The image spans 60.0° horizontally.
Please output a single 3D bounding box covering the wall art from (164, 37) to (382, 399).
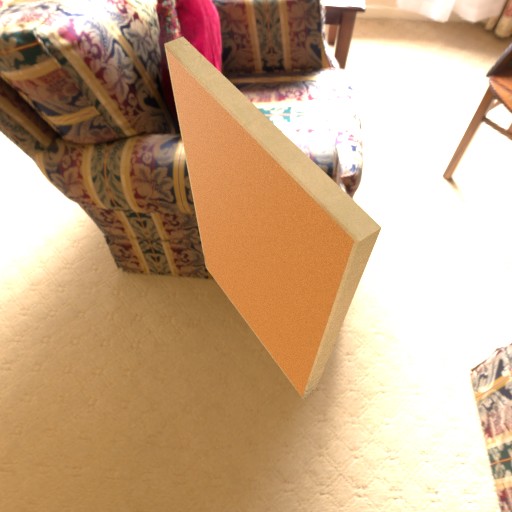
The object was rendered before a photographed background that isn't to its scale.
[{"bbox_3d":[0.000,0.000,0.992,0.038,0.764,0.508,-30,63,-18],"label":"wall art"}]
